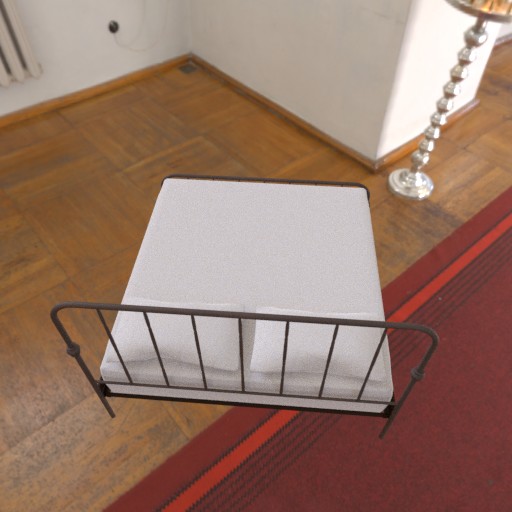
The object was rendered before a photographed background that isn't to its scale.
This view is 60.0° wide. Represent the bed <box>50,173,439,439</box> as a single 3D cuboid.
[{"bbox_3d":[0.000,0.000,3.389,2.044,1.446,2.134,3,48,3],"label":"bed"}]
